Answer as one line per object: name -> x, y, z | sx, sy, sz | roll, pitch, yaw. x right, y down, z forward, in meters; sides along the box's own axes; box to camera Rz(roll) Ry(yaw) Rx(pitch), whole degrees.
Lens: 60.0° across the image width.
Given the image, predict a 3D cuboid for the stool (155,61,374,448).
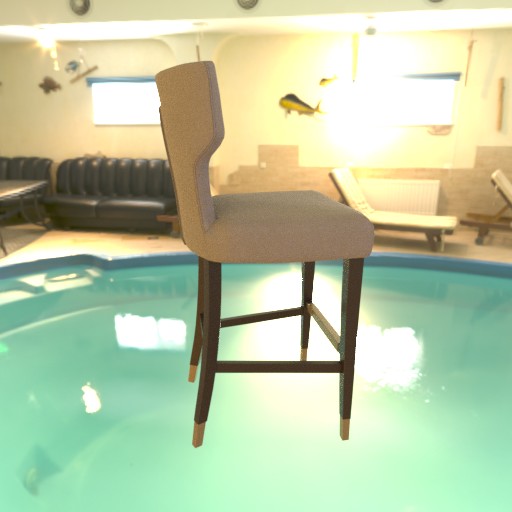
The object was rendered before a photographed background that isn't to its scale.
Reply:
stool -> 0.000, 0.000, 1.416 | 0.563, 1.092, 0.526 | -3, 17, -10
